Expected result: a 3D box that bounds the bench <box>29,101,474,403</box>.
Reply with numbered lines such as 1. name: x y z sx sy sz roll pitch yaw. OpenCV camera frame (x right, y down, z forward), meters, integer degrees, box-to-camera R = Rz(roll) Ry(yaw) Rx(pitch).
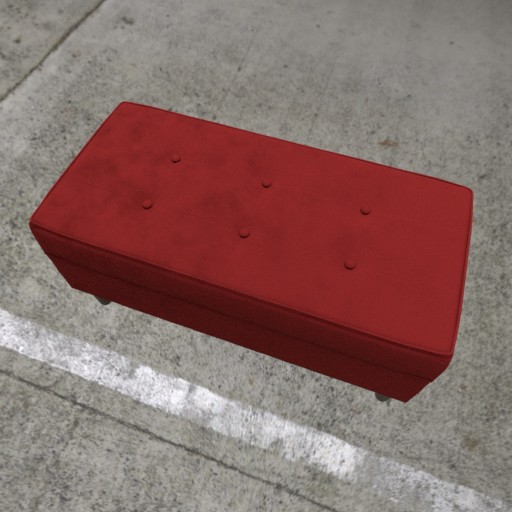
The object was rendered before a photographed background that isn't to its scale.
1. bench: 0.000 0.000 1.267 1.016 0.471 0.492 17 60 10
